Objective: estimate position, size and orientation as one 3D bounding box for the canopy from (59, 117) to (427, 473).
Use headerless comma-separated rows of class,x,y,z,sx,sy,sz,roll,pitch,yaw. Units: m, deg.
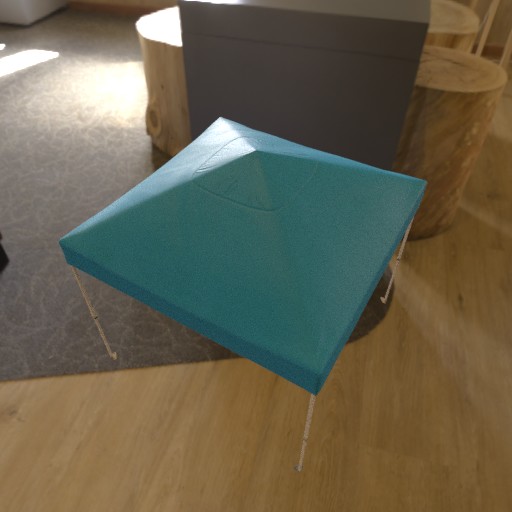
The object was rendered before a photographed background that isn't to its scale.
canopy,0.000,0.000,5.447,2.996,2.997,2.998,23,50,21
